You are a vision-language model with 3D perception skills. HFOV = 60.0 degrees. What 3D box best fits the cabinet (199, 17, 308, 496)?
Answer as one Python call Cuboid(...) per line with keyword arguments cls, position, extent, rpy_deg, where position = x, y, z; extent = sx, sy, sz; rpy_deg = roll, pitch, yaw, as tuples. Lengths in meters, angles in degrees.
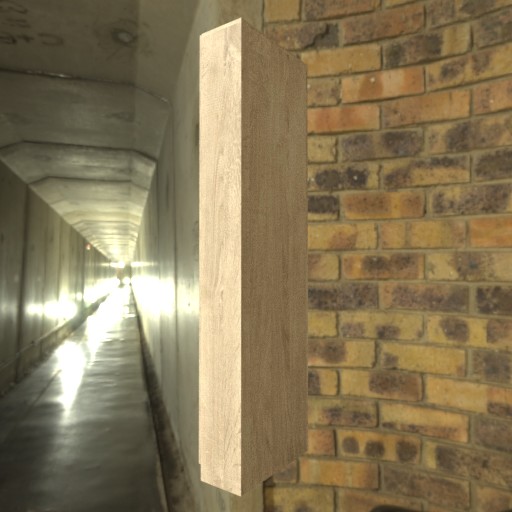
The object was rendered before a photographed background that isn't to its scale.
Cuboid(cls="cabinet", position=(0.000, 0.000, 1.926), extent=(0.230, 1.790, 0.500), rpy_deg=(-1, -1, 36))
